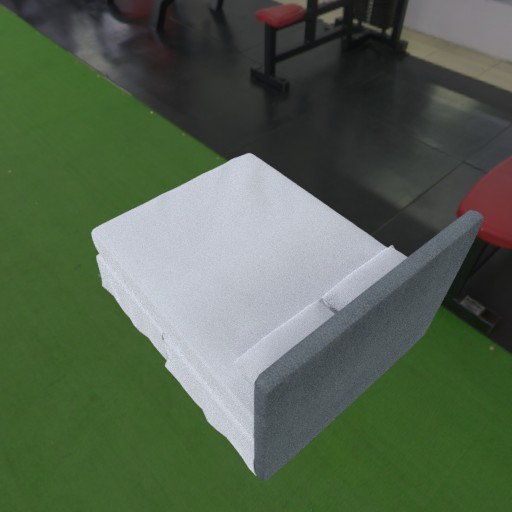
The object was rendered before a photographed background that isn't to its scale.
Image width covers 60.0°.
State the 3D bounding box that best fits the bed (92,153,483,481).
[{"bbox_3d":[0.000,0.000,3.164,1.713,1.330,2.142,-32,55,-26],"label":"bed"}]
